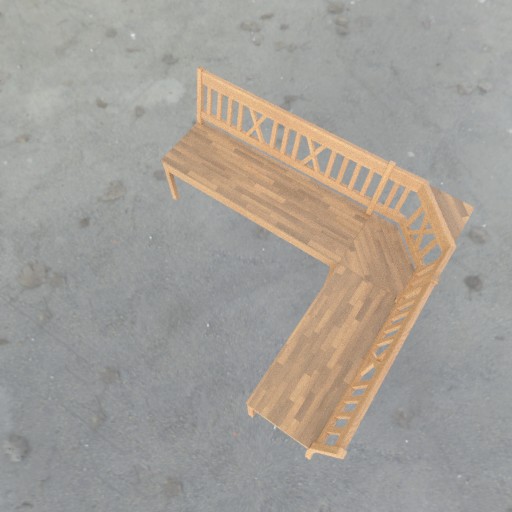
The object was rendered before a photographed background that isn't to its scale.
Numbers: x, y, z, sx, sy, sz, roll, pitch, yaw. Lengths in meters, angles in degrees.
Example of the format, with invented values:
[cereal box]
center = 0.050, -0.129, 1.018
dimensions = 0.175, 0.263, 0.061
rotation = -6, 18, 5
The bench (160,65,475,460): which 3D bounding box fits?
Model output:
[bench]
center = 0.000, 0.000, 2.793
dimensions = 1.937, 0.902, 1.537
rotation = 31, 67, 15
